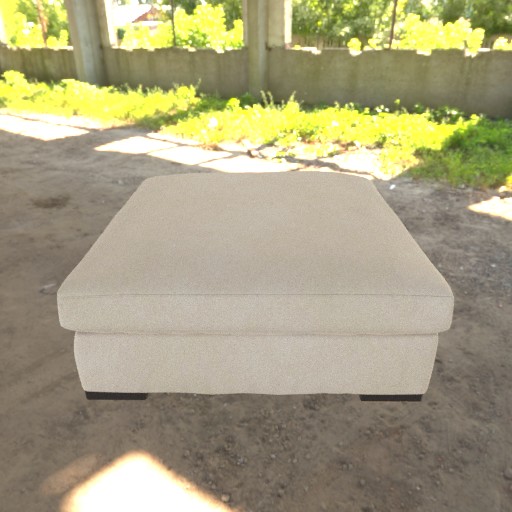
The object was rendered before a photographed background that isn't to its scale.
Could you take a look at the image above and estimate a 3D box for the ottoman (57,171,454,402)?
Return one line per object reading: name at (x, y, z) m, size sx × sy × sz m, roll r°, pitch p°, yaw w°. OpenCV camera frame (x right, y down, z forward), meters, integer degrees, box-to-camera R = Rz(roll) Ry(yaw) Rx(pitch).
ottoman at (0.000, 0.000, 1.874) m, size 1.190 × 0.522 × 1.205 m, roll 0°, pitch 26°, yaw 1°
